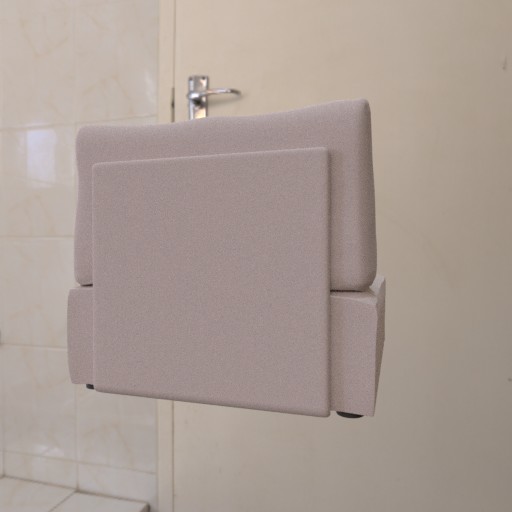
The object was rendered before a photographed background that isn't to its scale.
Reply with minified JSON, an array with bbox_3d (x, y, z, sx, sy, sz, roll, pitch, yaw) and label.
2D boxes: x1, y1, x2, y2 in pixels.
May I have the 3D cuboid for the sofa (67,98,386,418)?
[{"bbox_3d":[0.000,0.000,1.689,0.935,0.828,1.000,0,1,18],"label":"sofa"}]
